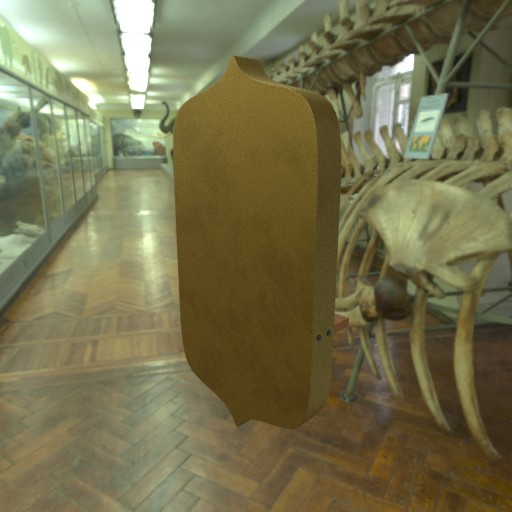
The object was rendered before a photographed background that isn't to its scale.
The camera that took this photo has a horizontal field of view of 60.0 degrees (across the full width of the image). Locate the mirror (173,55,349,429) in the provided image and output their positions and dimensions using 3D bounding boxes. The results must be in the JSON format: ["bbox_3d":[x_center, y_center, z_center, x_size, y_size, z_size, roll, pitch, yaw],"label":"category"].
[{"bbox_3d":[0.000,0.000,0.745,0.096,0.613,0.323,-14,20,-43],"label":"mirror"}]
